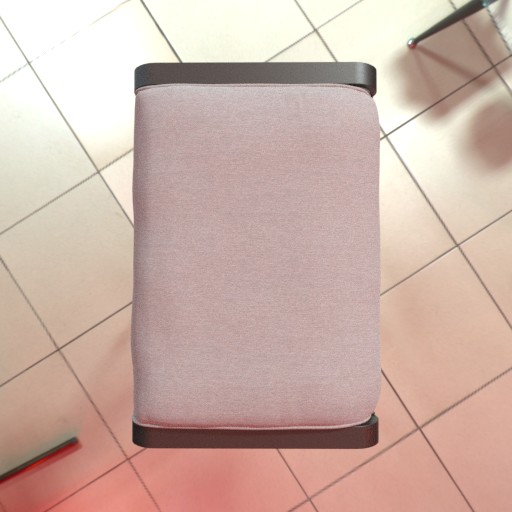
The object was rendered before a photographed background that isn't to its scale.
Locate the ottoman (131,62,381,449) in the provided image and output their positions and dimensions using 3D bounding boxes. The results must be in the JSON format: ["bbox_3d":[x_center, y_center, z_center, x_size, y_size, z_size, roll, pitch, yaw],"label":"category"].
[{"bbox_3d":[0.000,0.000,0.870,0.406,0.422,0.610,0,89,0],"label":"ottoman"}]
